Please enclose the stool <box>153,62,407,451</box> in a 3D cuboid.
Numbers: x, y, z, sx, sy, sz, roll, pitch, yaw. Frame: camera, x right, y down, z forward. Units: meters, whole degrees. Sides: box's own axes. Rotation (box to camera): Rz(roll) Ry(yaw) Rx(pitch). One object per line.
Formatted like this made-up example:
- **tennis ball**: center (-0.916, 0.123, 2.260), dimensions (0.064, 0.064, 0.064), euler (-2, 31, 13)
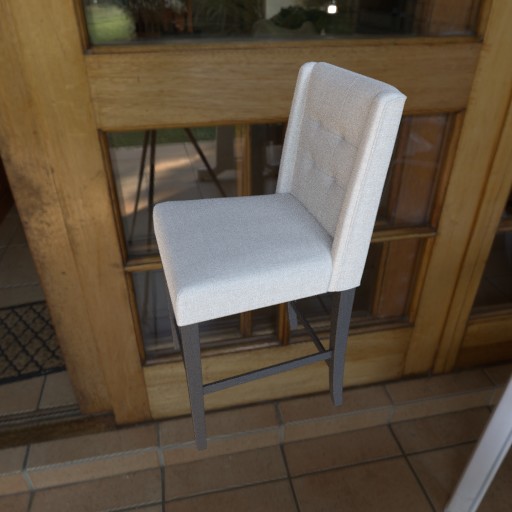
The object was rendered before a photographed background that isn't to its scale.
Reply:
- **stool**: center (0.000, 0.000, 1.236), dimensions (0.509, 0.939, 0.474), euler (-9, 33, -15)
